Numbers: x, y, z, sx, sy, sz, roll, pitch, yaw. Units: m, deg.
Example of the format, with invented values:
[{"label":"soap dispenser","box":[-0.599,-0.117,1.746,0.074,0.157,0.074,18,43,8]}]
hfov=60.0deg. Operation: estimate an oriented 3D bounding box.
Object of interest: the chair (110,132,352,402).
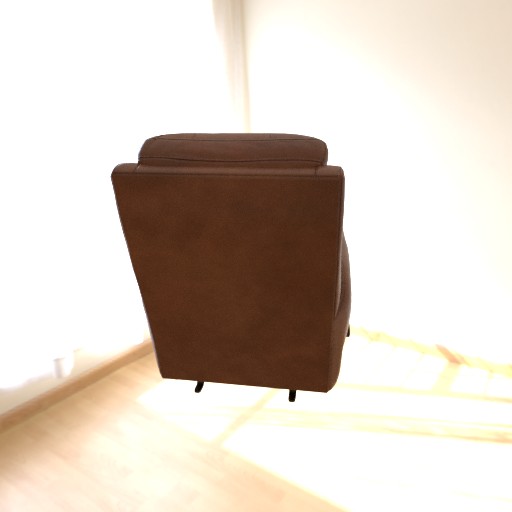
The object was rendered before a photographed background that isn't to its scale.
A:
[{"label":"chair","box":[0.000,0.000,1.856,0.821,1.016,1.072,3,17,9]}]
